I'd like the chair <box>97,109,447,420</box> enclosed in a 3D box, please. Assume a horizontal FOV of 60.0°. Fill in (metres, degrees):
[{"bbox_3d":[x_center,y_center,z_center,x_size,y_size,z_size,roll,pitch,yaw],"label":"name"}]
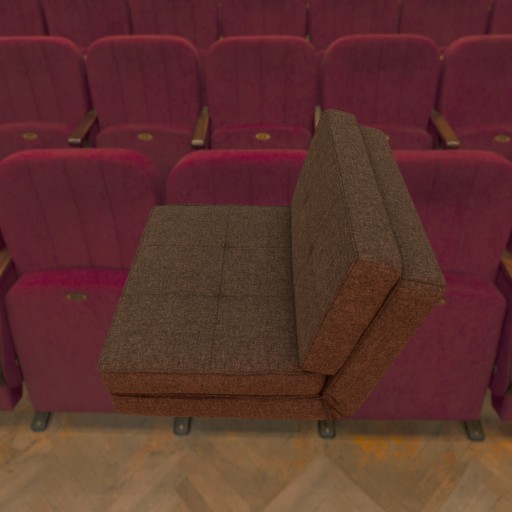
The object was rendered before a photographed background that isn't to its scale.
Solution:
[{"bbox_3d":[0.000,0.000,1.318,0.800,0.615,0.740,1,42,1],"label":"chair"}]
